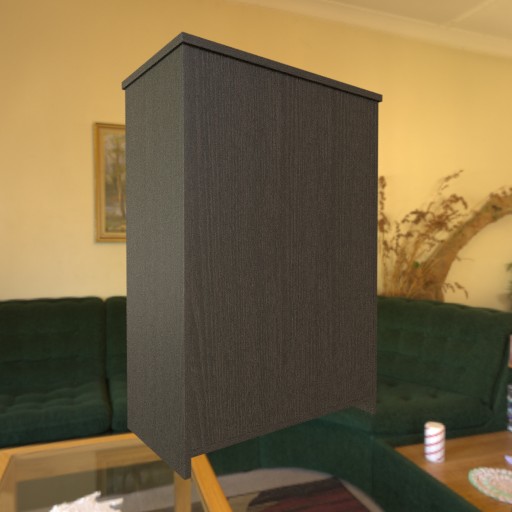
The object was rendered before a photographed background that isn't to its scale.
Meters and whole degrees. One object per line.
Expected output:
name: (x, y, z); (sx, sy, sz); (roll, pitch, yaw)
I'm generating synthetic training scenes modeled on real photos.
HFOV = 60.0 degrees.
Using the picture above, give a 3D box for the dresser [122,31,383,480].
dresser: (0.000, 0.000, 1.370); (0.704, 1.020, 0.399); (-1, 2, -36)
